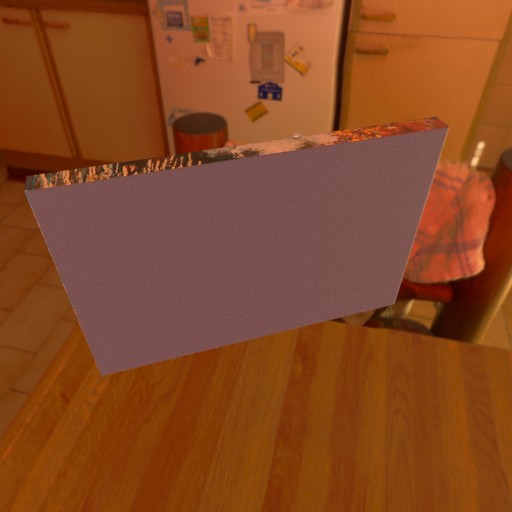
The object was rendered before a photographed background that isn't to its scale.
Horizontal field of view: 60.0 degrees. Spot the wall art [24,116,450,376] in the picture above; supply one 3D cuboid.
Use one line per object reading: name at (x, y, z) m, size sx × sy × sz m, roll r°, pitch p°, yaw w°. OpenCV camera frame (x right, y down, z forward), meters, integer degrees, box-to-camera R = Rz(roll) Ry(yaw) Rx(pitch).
wall art at (0.000, 0.000, 0.763) m, size 0.610 × 0.406 × 0.037 m, roll -11°, pitch 43°, yaw -12°
